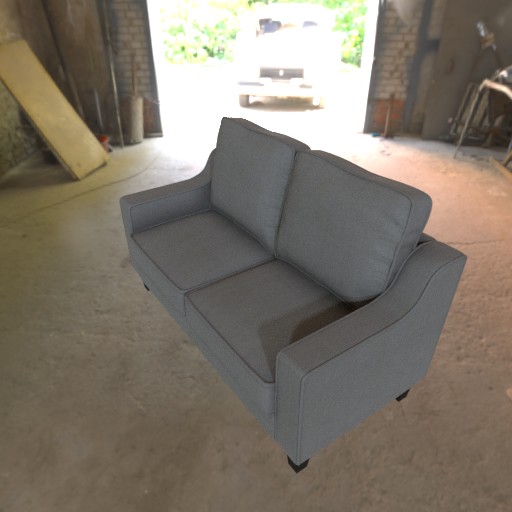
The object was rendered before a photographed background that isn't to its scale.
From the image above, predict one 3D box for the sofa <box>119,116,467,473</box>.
[{"bbox_3d":[0.000,0.000,2.026,0.791,0.948,1.500,-21,38,-29],"label":"sofa"}]
